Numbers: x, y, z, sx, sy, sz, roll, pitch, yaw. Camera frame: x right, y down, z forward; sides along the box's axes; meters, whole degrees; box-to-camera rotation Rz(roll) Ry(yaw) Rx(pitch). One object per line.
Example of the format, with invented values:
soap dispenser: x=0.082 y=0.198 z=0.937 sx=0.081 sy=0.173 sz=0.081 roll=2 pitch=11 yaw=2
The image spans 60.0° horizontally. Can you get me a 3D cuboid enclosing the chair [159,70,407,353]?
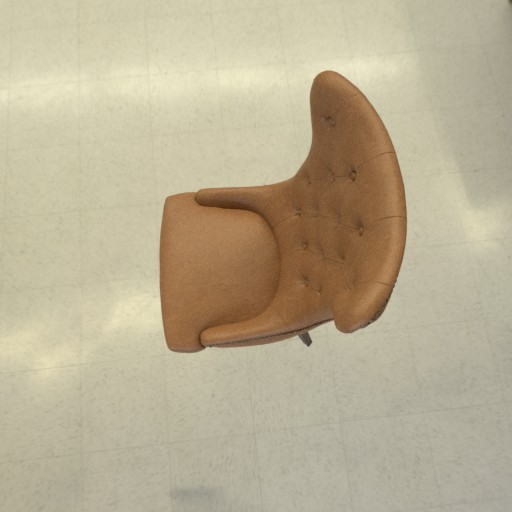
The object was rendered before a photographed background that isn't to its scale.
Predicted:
chair: x=0.000 y=0.000 z=1.449 sx=0.669 sy=1.065 sz=0.611 roll=-4 pitch=75 yaw=-1
